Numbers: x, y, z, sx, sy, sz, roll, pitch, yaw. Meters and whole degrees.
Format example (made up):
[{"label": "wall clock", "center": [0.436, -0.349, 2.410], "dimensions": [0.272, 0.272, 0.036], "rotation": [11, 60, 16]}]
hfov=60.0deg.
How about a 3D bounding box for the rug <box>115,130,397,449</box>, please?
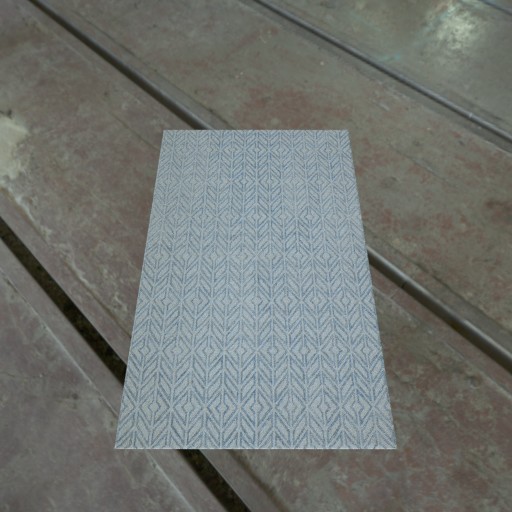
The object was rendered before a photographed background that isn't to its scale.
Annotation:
[{"label": "rug", "center": [0.000, 0.000, 3.031], "dimensions": [1.526, 0.008, 2.441], "rotation": [0, 59, 0]}]
